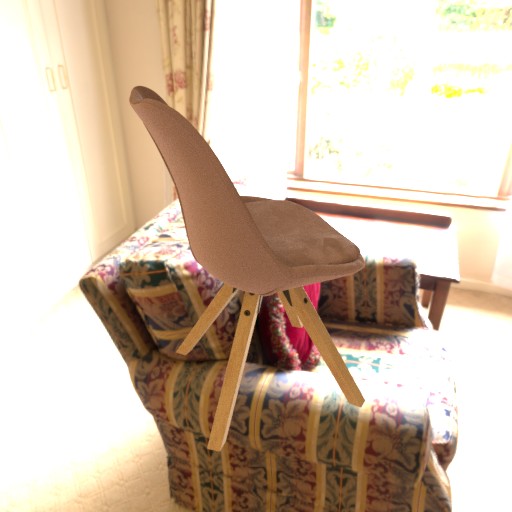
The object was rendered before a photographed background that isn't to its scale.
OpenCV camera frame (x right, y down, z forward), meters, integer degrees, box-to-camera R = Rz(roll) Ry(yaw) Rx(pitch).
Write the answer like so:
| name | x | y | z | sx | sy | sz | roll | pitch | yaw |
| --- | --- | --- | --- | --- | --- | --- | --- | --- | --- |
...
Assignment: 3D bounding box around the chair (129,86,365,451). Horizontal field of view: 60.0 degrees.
| name | x | y | z | sx | sy | sz | roll | pitch | yaw |
| --- | --- | --- | --- | --- | --- | --- | --- | --- | --- |
| chair | 0.000 | 0.000 | 1.182 | 0.550 | 0.850 | 0.485 | -10 | 29 | -18 |
